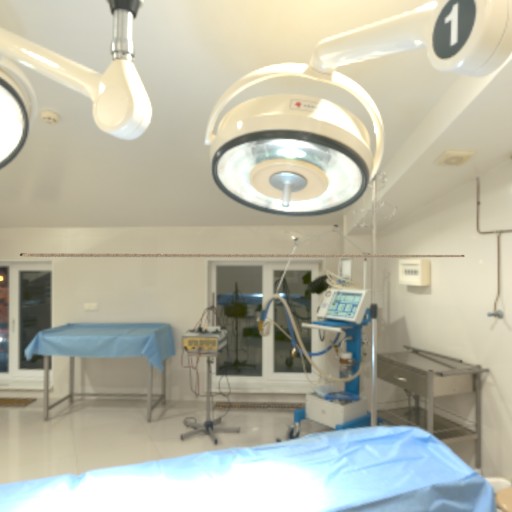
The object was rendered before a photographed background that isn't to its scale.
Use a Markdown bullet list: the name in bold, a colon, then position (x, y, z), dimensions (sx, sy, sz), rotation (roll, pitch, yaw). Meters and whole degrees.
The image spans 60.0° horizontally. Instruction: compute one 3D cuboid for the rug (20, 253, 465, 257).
- **rug**: position (0.000, 0.000, 2.692), dimensions (2.438, 0.012, 0.762), rotation (0, 0, -18)
